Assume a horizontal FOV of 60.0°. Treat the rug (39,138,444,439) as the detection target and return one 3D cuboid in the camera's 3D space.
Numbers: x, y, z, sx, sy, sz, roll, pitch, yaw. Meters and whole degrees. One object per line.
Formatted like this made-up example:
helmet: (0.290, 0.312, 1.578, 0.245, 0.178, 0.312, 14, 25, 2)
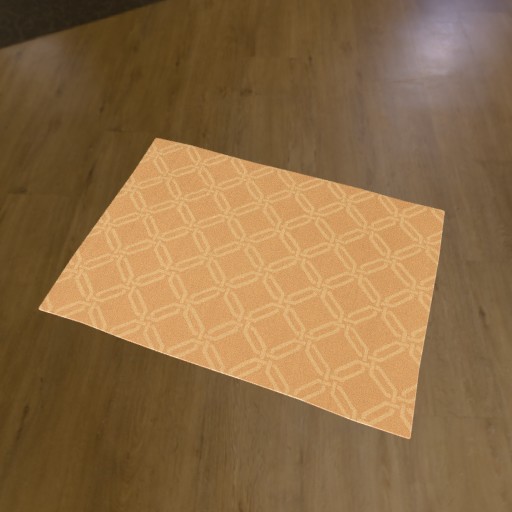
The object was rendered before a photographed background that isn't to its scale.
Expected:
rug: (0.000, 0.000, 2.737, 2.135, 0.013, 1.524, 16, 58, 10)
